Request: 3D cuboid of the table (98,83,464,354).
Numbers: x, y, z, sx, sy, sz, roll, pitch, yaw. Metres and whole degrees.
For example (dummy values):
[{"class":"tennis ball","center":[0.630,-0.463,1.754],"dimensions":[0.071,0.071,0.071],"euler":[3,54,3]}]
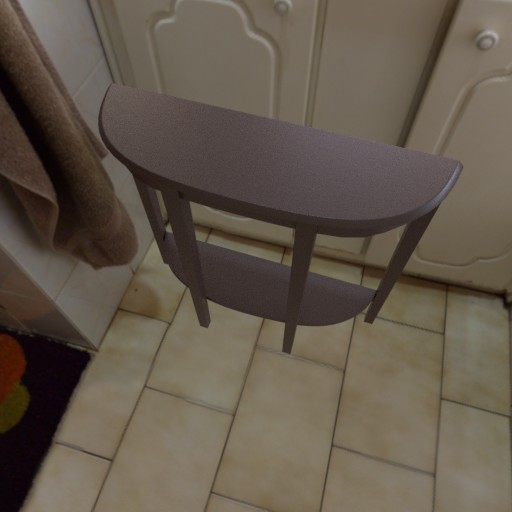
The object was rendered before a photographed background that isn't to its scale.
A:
[{"class":"table","center":[0.000,0.000,1.356],"dimensions":[0.909,0.831,0.274],"euler":[16,59,10]}]
